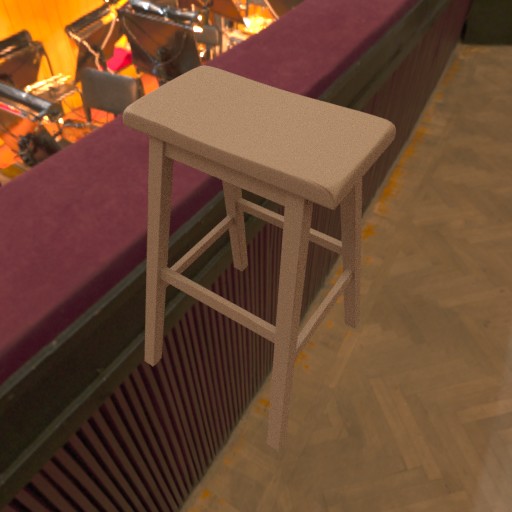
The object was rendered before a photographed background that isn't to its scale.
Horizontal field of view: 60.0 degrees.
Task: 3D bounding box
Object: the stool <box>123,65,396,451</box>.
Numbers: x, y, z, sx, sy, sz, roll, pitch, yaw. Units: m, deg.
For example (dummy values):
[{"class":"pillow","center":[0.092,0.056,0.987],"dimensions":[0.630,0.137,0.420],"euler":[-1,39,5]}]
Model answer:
[{"class":"stool","center":[0.000,0.000,1.067],"dimensions":[0.457,0.737,0.476],"euler":[26,52,23]}]
